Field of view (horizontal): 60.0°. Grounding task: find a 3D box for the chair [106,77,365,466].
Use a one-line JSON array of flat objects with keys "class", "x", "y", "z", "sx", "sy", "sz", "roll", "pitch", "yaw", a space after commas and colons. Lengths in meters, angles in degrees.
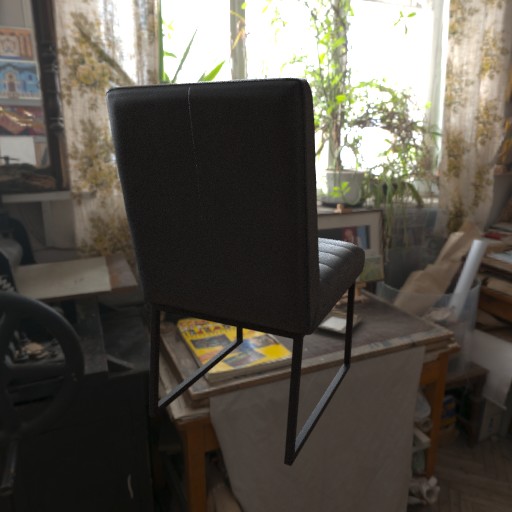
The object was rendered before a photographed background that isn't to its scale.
[{"class": "chair", "x": 0.000, "y": 0.000, "z": 1.327, "sx": 0.520, "sy": 0.930, "sz": 0.634, "roll": 8, "pitch": 17, "yaw": 26}]
